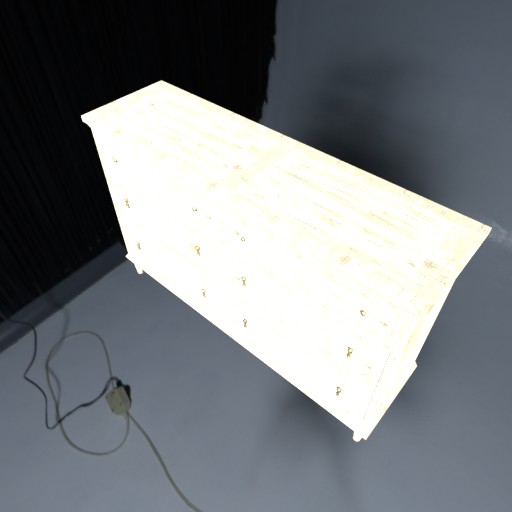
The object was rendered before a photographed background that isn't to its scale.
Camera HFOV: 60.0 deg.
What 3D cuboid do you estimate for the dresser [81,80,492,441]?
[{"bbox_3d":[0.000,0.000,2.050,1.626,1.016,0.457,32,54,27],"label":"dresser"}]
